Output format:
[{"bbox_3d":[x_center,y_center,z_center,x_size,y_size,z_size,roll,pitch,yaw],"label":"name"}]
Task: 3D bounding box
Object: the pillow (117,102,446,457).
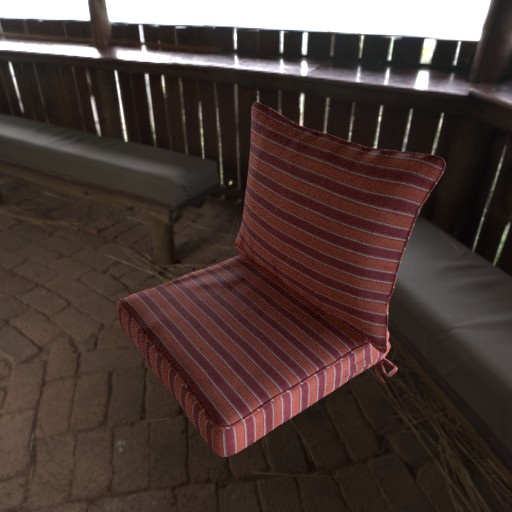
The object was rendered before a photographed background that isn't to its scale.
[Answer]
[{"bbox_3d":[0.000,0.000,1.374,0.733,0.723,0.799,-21,37,-31],"label":"pillow"}]
